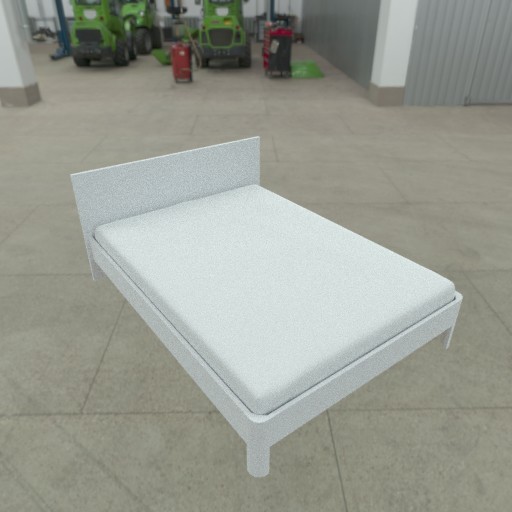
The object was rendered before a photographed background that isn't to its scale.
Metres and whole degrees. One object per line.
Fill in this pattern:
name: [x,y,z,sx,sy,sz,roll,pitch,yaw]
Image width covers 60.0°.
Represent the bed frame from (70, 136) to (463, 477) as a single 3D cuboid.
bed frame: [0.000,0.000,2.721,1.490,0.800,1.950,-21,36,-31]
